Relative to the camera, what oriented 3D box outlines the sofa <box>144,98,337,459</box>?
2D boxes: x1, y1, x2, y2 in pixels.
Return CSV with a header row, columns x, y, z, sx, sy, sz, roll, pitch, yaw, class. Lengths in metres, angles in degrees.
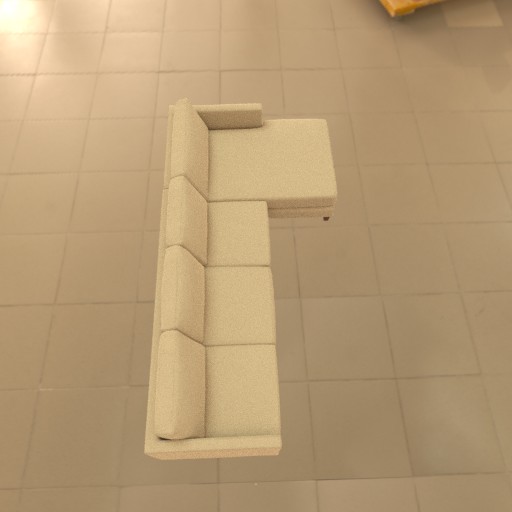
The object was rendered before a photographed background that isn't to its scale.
x,y,z,sx,sy,sz,roll,pitch,yaw,class
0.000,0.000,3.904,1.625,0.861,3.186,-2,63,-1,sofa
